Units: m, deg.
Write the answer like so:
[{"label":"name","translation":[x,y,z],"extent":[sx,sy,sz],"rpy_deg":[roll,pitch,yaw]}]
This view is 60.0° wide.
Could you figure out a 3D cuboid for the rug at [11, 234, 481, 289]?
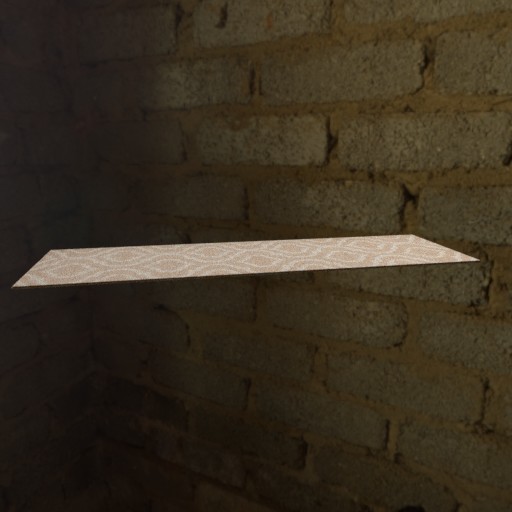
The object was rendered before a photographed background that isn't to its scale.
[{"label":"rug","translation":[0.000,0.000,2.453],"extent":[2.289,0.013,0.691],"rpy_deg":[-3,15,-11]}]
